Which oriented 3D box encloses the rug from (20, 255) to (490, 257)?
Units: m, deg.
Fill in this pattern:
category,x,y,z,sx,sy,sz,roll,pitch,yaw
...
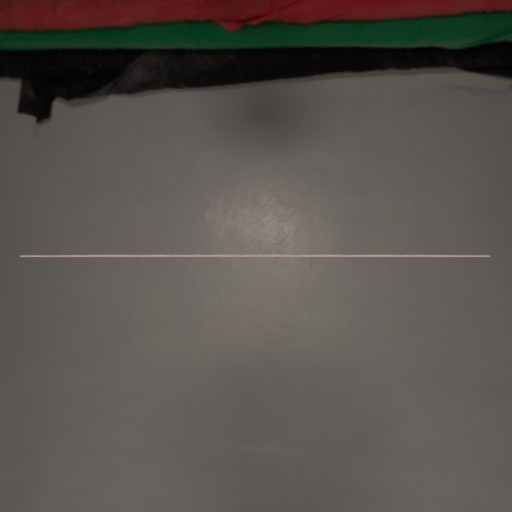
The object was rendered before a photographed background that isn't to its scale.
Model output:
category,x,y,z,sx,sy,sz,roll,pitch,yaw
rug,0.000,0.000,4.289,3.294,0.018,2.382,0,0,1
